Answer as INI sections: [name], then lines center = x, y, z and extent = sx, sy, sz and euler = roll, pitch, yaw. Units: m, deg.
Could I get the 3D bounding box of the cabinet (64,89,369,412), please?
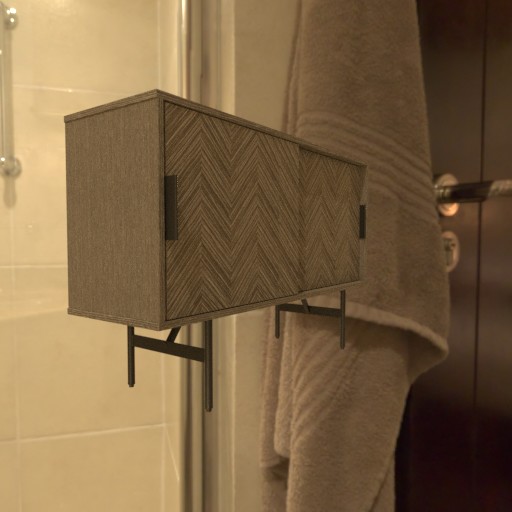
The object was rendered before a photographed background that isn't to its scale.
[cabinet]
center = 0.000, 0.000, 1.570
extent = 0.405, 0.787, 1.194
euler = 2, 3, 36
